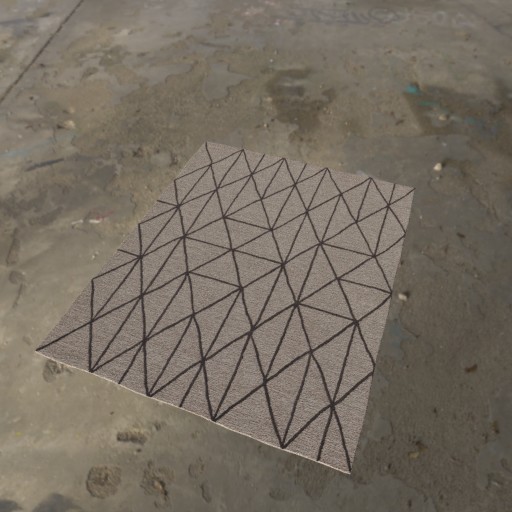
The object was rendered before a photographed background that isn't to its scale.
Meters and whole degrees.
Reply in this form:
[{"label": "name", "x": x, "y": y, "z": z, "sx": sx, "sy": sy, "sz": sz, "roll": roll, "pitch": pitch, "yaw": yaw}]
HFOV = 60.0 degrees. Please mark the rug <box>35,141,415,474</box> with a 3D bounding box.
[{"label": "rug", "x": 0.000, "y": 0.000, "z": 4.030, "sx": 2.468, "sy": 0.022, "sz": 3.061, "roll": 16, "pitch": 50, "yaw": 14}]
